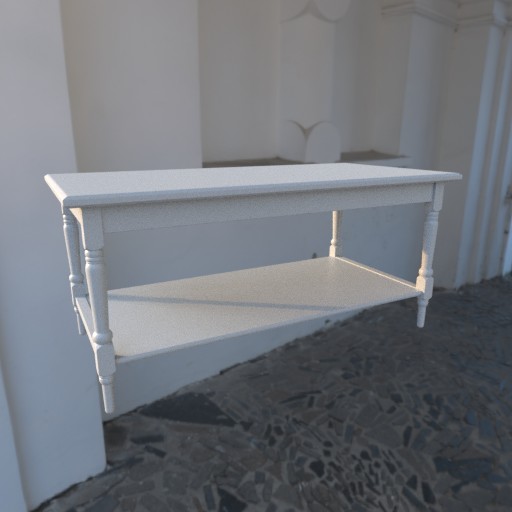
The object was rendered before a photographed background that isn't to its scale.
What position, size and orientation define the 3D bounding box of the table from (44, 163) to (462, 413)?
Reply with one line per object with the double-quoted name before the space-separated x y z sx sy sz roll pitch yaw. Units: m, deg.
"table" 0.000 0.000 1.378 1.109 0.506 0.551 -8 17 -27
